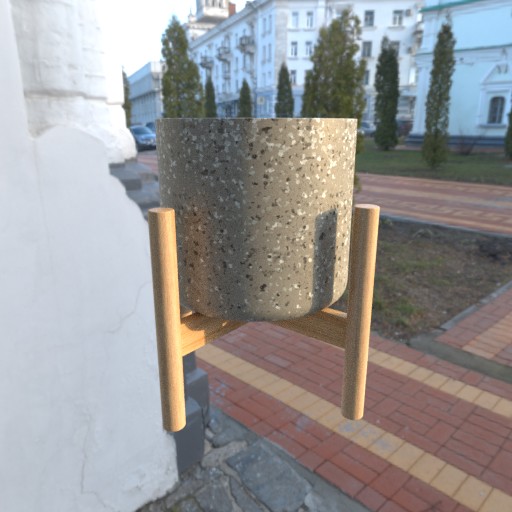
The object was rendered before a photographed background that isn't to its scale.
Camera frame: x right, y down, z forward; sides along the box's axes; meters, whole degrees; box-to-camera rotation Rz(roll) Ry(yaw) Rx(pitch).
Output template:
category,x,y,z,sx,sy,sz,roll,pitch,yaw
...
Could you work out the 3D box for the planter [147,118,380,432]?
category,x,y,z,sx,sy,sz,roll,pitch,yaw
planter,0.000,0.000,0.543,0.284,0.320,0.284,-9,19,-27
